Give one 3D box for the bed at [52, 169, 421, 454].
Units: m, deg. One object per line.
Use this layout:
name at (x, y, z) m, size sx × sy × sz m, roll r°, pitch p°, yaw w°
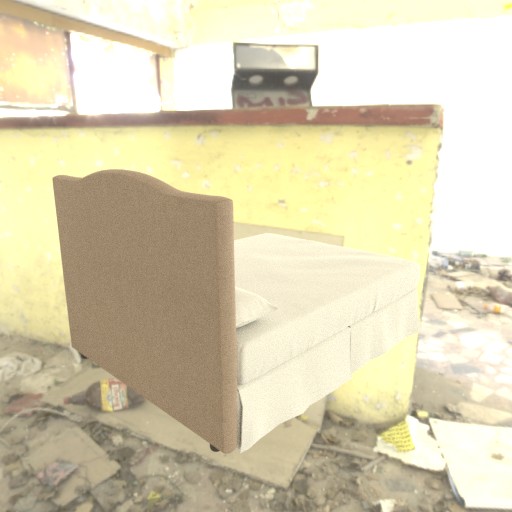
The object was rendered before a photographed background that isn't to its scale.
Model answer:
bed at (0.000, 0.000, 3.435) m, size 1.821 × 1.436 × 2.282 m, roll 14°, pitch 21°, yaw 41°
